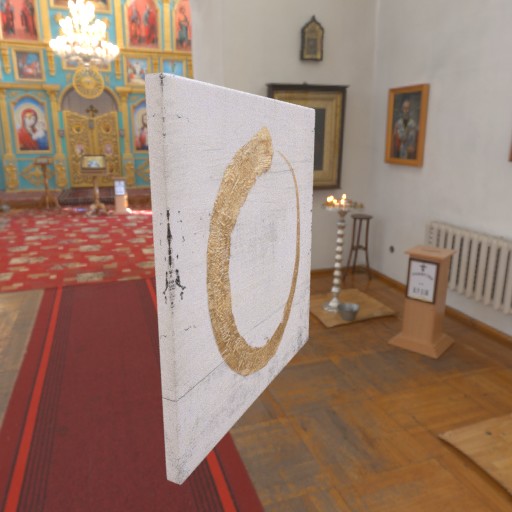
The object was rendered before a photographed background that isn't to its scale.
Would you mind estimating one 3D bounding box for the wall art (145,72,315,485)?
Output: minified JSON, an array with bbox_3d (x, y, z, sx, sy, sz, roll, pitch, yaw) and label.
[{"bbox_3d":[0.000,0.000,1.121,0.038,0.762,0.762,6,15,25],"label":"wall art"}]
